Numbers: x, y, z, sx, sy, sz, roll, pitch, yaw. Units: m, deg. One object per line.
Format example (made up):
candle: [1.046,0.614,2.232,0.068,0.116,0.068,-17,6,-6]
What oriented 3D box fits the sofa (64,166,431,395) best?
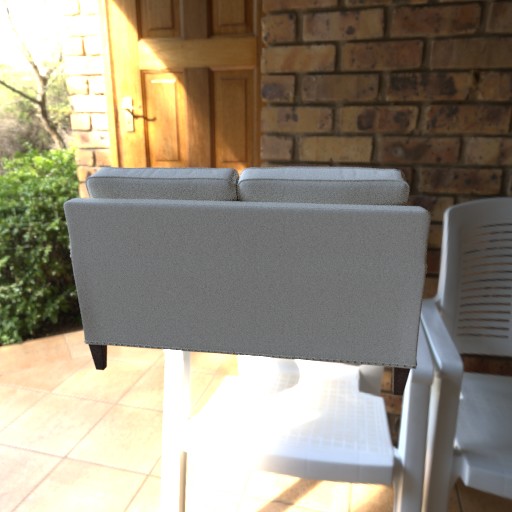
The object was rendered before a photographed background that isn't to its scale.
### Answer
sofa: [0.000,0.000,2.372,1.597,1.003,1.084,2,16,8]
